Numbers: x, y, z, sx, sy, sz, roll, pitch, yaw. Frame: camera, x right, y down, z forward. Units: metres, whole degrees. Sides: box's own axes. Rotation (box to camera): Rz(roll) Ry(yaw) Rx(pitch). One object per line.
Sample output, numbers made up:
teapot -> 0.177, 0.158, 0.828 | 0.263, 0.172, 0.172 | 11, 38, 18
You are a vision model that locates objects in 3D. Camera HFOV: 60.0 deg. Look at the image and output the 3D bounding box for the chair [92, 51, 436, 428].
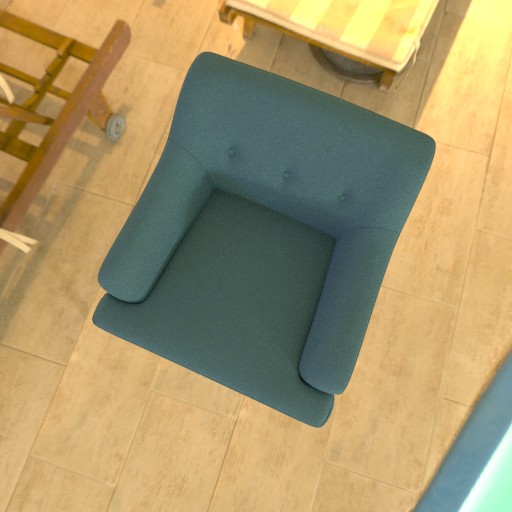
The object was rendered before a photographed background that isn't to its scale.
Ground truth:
chair -> 0.000, 0.000, 1.650 | 0.946, 0.818, 0.951 | 23, 77, 6
